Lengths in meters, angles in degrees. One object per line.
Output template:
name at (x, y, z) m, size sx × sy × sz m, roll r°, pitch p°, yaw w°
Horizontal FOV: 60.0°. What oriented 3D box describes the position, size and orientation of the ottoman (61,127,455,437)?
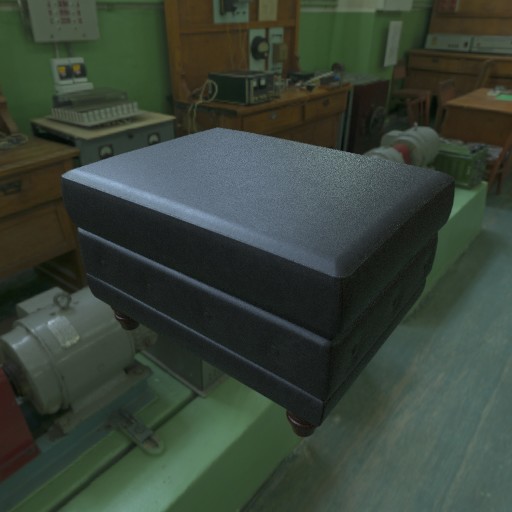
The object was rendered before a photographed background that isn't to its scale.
ottoman at (0.000, 0.000, 1.179) m, size 0.795 × 0.498 × 0.590 m, roll 21°, pitch 36°, yaw 32°
